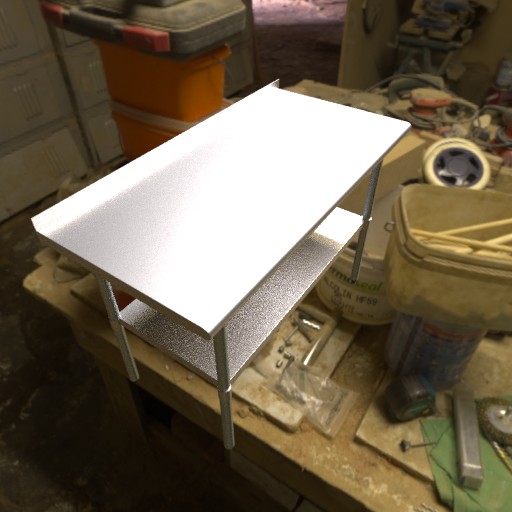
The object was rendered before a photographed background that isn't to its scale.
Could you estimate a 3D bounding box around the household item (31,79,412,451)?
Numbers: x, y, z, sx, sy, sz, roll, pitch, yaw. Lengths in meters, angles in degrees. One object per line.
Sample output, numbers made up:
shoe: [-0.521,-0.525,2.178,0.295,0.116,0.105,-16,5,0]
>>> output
household item: [0.000,0.000,1.702,0.610,0.851,1.219,25,47,25]
